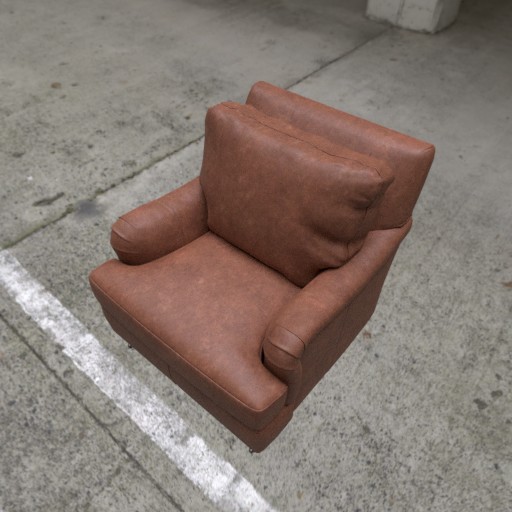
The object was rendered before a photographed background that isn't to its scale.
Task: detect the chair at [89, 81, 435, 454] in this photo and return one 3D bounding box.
[{"bbox_3d":[0.000,0.000,1.944,0.986,1.055,1.158,31,54,26],"label":"chair"}]
